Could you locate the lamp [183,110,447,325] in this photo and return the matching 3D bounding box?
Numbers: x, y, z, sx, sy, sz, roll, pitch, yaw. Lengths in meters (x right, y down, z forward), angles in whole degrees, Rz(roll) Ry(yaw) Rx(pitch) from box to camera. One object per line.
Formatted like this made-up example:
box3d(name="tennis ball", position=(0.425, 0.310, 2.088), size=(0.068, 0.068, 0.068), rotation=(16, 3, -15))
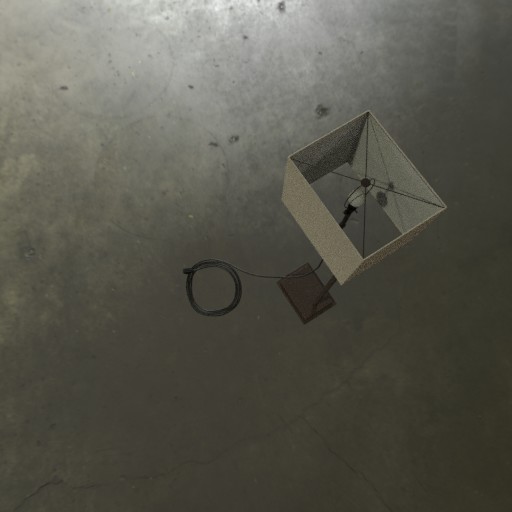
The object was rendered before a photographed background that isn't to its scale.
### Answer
box3d(name="lamp", position=(0.000, 0.000, 1.981), size=(0.774, 1.600, 0.698), rotation=(-31, 77, -8))
